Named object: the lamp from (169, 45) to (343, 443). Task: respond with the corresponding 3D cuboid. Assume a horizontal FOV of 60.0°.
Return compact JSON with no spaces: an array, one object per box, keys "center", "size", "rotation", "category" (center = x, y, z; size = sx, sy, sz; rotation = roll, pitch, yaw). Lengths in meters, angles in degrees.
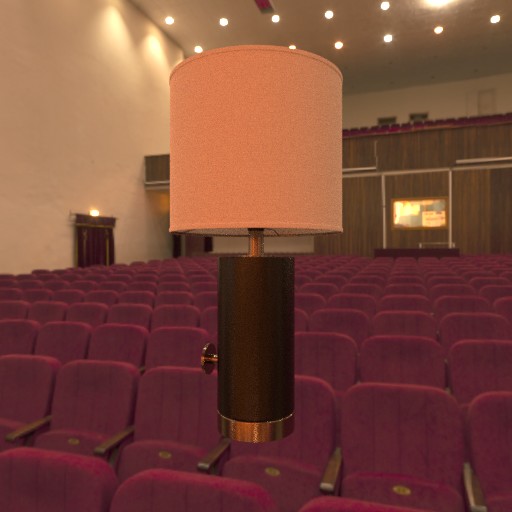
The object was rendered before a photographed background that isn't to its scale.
[{"center":[0.000,0.000,0.626],"size":[0.240,0.482,0.241],"rotation":[0,0,19],"category":"lamp"}]
